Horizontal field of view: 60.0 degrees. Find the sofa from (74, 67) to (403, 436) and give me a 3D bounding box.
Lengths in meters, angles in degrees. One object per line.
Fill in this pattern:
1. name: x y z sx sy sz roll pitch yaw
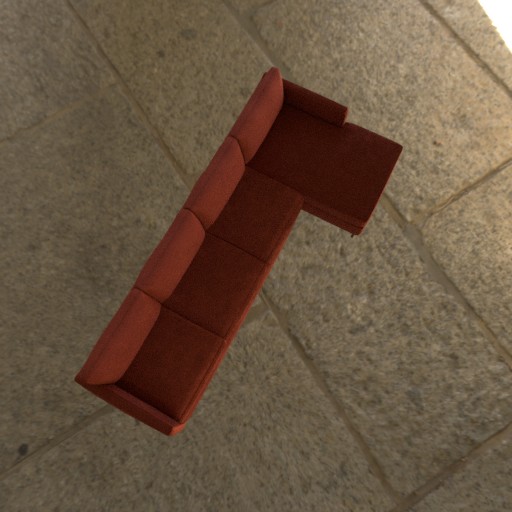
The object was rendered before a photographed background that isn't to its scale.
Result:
1. sofa: 0.000 0.000 3.514 1.350 0.810 2.932 27 76 8
